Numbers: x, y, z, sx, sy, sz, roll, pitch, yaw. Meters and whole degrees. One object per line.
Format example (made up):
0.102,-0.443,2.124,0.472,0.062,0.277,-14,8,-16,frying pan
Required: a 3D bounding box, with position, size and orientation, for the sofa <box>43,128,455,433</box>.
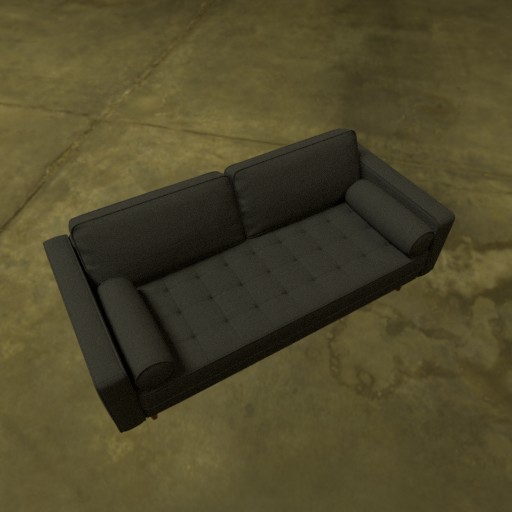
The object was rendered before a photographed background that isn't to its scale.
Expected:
0.000,0.000,2.325,1.875,0.759,0.914,-23,51,-20,sofa
